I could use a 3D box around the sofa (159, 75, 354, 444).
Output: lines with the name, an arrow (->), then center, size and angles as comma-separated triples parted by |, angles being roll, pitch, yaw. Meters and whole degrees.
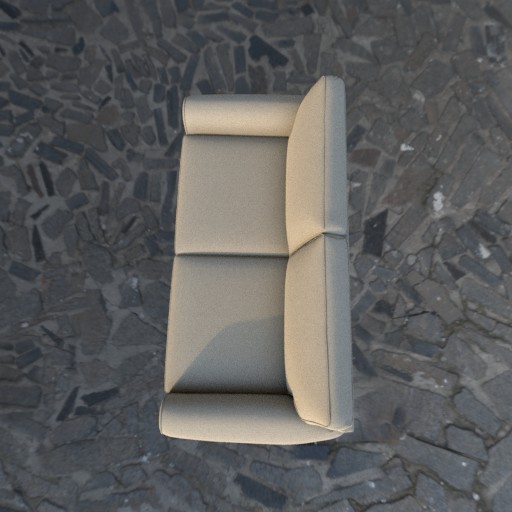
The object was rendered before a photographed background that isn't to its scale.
sofa -> 0.000, 0.000, 2.475 | 0.940, 0.952, 1.930 | 1, 76, 0
